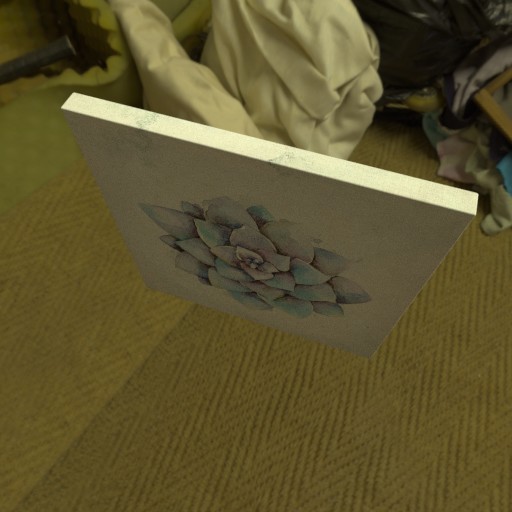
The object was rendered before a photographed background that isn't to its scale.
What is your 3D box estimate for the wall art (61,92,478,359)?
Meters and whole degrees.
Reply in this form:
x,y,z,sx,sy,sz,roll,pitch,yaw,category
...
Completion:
x,y,z,sx,sy,sz,roll,pitch,yaw,category
0.000,0.000,0.892,0.612,0.612,0.040,16,61,9,wall art
